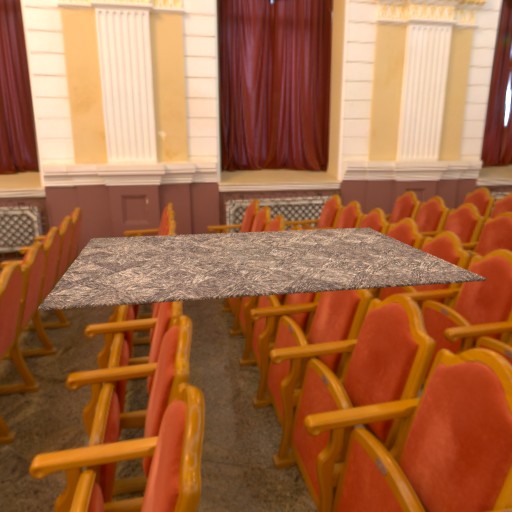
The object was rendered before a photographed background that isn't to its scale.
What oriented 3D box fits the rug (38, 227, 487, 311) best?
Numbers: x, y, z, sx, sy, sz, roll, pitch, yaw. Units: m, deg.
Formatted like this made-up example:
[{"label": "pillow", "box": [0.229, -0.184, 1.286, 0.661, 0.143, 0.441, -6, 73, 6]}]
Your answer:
[{"label": "rug", "box": [0.000, 0.000, 2.295, 1.808, 0.011, 1.189, -3, 15, -11]}]
